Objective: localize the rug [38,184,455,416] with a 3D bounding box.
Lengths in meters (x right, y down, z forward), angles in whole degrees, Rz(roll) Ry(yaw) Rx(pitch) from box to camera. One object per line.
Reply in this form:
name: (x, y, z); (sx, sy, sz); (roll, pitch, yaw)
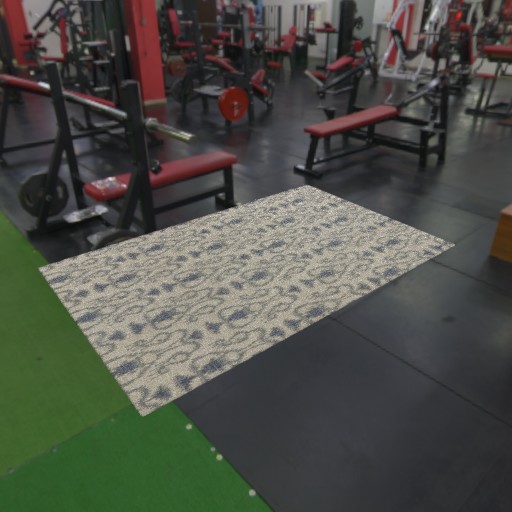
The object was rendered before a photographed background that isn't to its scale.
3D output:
rug: (0.000, 0.000, 2.057); (1.652, 0.006, 1.035); (-22, 36, -33)
